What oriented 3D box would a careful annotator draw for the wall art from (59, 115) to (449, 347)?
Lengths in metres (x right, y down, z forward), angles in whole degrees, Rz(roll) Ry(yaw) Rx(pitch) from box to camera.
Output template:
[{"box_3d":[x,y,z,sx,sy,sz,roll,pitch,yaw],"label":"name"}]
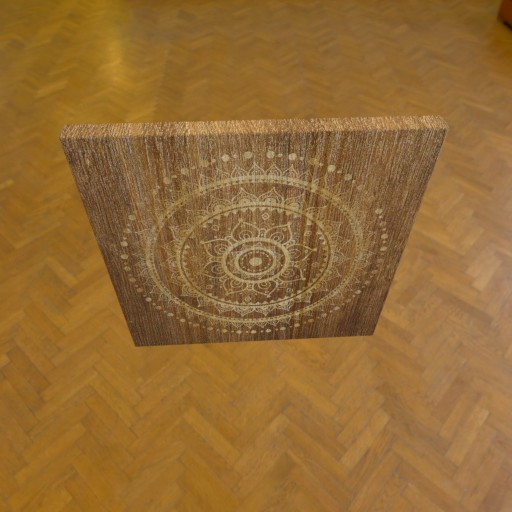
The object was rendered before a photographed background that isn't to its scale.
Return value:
[{"box_3d":[0.000,0.000,0.920,0.611,0.608,0.042,-3,47,-2],"label":"wall art"}]
